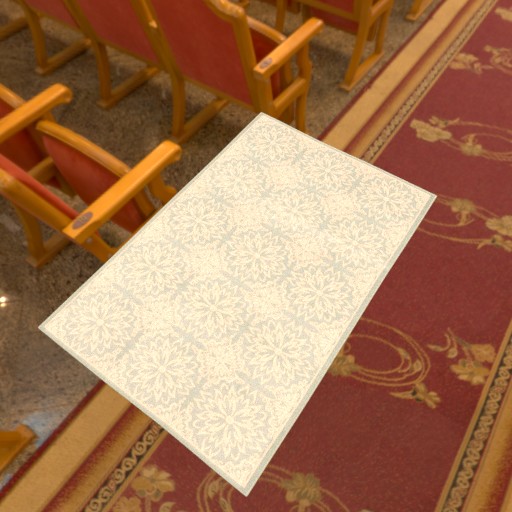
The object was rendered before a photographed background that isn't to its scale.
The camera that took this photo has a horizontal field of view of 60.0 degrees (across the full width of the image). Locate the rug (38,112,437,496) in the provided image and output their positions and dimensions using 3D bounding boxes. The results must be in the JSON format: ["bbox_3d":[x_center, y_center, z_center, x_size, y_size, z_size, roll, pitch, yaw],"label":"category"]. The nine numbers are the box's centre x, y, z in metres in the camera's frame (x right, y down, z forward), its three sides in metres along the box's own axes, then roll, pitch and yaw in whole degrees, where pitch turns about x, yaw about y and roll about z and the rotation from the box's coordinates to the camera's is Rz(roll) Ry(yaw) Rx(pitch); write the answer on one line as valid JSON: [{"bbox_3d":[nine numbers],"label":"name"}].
[{"bbox_3d":[0.000,0.000,2.301,1.219,0.012,1.840,31,63,18],"label":"rug"}]
